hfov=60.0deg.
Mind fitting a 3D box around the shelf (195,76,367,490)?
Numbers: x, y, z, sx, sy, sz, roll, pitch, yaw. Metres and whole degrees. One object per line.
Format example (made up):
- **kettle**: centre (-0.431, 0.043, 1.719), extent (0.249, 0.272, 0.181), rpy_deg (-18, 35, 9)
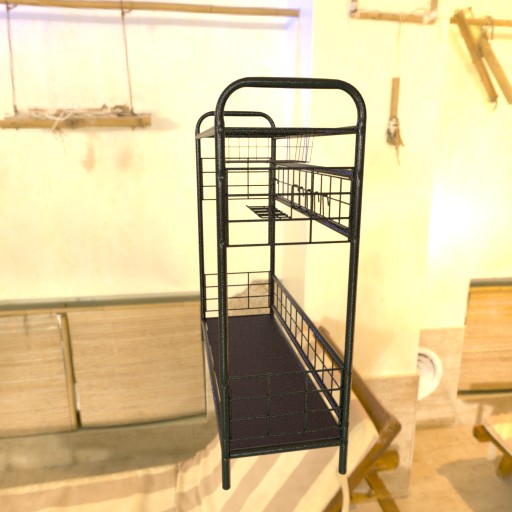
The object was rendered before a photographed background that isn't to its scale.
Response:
- **shelf**: centre (0.000, 0.000, 1.532), extent (0.350, 1.026, 0.961), rpy_deg (-2, 14, -10)
